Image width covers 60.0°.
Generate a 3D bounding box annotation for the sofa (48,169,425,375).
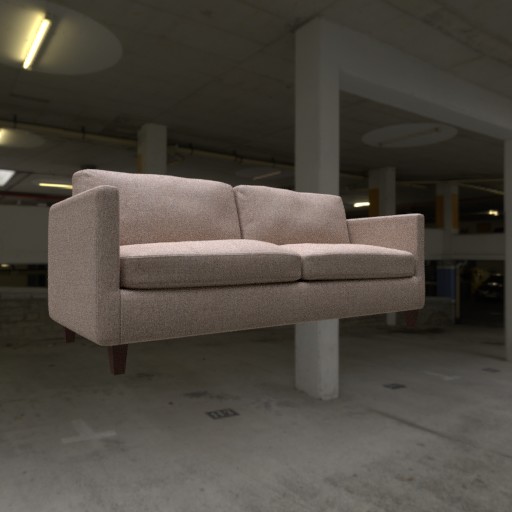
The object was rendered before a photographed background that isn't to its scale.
[{"bbox_3d":[0.000,0.000,2.732,2.208,0.965,0.951,0,0,-36],"label":"sofa"}]
